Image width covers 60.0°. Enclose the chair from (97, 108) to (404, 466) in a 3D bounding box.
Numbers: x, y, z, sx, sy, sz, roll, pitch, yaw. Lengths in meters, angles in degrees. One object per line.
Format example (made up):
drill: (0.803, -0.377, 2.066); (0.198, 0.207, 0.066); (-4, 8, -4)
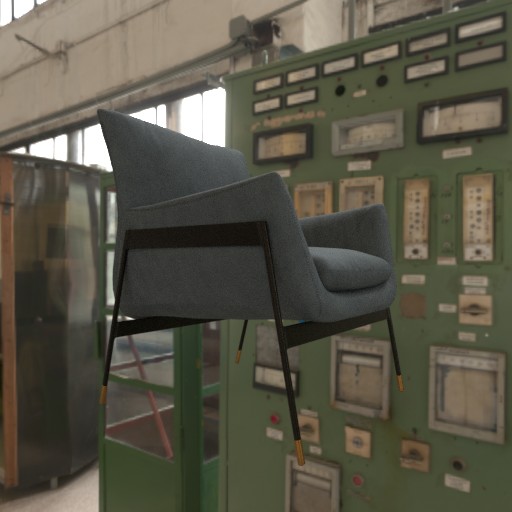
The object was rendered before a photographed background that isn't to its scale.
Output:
chair: (0.000, 0.000, 1.355); (0.709, 0.858, 0.678); (-1, -1, 36)
